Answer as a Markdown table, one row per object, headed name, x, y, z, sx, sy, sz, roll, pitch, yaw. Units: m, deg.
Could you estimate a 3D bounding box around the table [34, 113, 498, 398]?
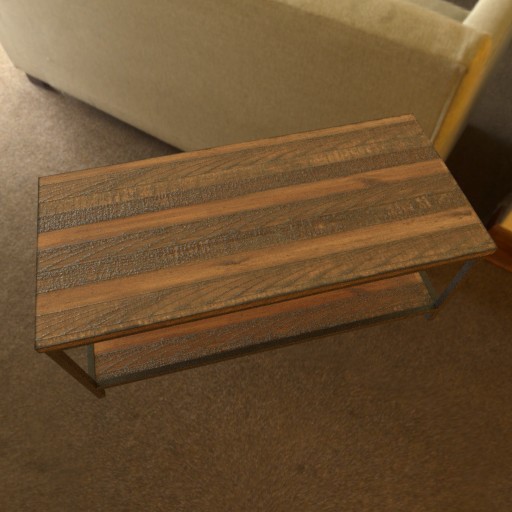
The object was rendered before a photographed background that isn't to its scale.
| name | x | y | z | sx | sy | sz | roll | pitch | yaw |
| --- | --- | --- | --- | --- | --- | --- | --- | --- | --- |
| table | 0.000 | 0.000 | 1.202 | 0.990 | 0.399 | 0.452 | -12 | 59 | -7 |
